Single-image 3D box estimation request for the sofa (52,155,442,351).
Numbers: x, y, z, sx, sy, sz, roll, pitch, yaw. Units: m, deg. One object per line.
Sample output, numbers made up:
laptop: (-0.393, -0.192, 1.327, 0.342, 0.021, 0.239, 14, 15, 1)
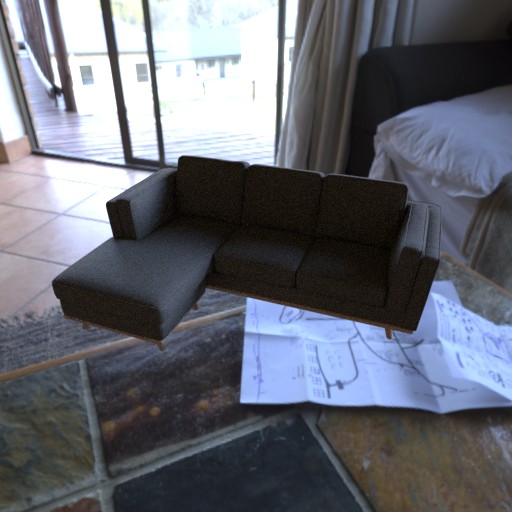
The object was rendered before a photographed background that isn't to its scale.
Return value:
sofa: (0.000, 0.000, 3.202, 2.411, 0.929, 1.604, 11, 32, 18)
